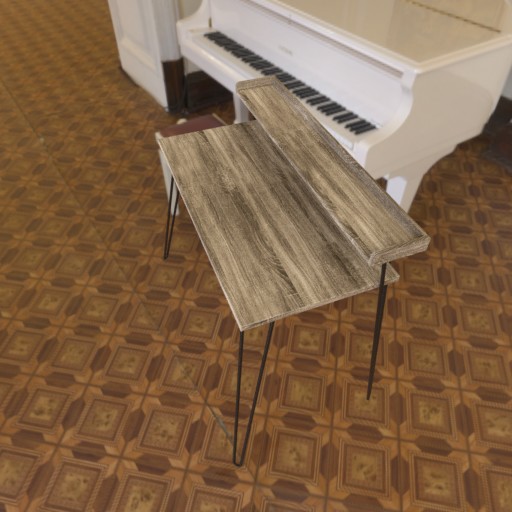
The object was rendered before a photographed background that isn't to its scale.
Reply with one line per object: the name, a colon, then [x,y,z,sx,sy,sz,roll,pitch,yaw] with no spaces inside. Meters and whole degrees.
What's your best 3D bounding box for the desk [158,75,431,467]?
desk: [0.000,0.000,1.714,0.605,0.899,1.135,-16,48,-15]
